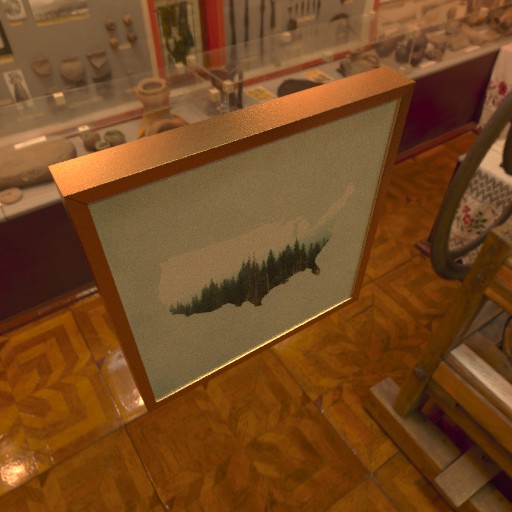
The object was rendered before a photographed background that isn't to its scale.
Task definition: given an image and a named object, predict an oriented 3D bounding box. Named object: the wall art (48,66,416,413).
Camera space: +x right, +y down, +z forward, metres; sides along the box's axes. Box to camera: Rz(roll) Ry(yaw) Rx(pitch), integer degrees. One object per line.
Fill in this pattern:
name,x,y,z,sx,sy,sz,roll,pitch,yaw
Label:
wall art,0.000,0.000,0.451,0.304,0.304,0.038,-24,50,-22
